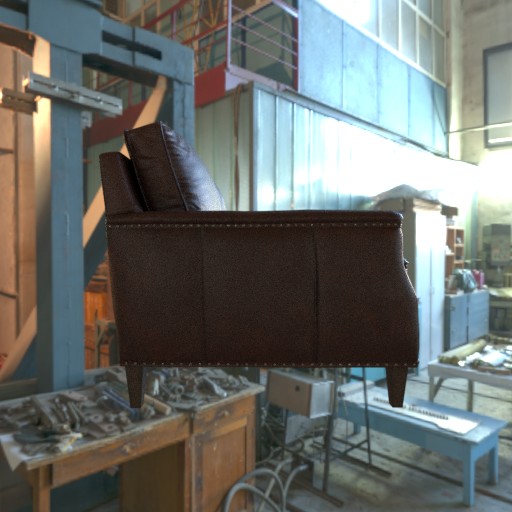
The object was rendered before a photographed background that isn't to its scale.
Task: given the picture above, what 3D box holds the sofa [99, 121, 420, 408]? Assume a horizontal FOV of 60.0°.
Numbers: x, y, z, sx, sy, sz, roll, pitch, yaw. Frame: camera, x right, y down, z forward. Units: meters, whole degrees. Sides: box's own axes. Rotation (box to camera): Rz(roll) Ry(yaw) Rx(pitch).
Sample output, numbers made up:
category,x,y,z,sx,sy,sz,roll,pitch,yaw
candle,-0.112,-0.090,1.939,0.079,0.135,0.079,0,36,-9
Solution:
category,x,y,z,sx,sy,sz,roll,pitch,yaw
sofa,0.000,0.000,2.224,1.083,1.003,1.628,0,1,0
